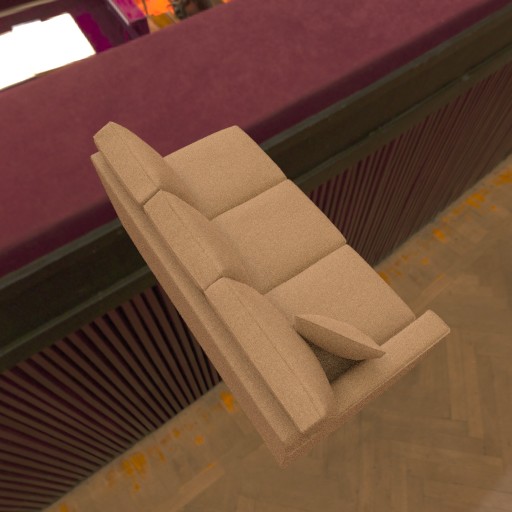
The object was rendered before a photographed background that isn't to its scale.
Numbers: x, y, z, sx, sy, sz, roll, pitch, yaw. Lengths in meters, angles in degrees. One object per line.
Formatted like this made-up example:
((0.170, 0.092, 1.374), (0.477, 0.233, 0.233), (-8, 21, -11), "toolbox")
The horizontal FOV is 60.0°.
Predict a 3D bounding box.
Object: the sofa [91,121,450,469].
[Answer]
((0.000, 0.000, 2.573), (1.034, 0.946, 1.962), (-31, 64, -17), "sofa")
